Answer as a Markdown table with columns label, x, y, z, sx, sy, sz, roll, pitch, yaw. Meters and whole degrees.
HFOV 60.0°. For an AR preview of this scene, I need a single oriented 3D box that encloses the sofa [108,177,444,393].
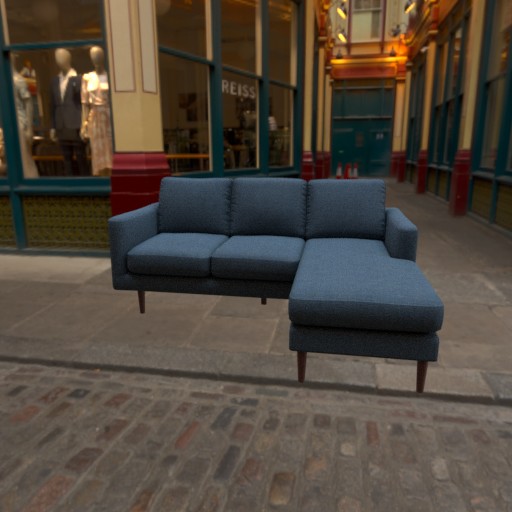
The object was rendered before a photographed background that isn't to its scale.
| label | x | y | z | sx | sy | sz | roll | pitch | yaw |
| --- | --- | --- | --- | --- | --- | --- | --- | --- | --- |
| sofa | 0.000 | 0.000 | 2.975 | 2.055 | 0.957 | 1.667 | 2 | 14 | 10 |
